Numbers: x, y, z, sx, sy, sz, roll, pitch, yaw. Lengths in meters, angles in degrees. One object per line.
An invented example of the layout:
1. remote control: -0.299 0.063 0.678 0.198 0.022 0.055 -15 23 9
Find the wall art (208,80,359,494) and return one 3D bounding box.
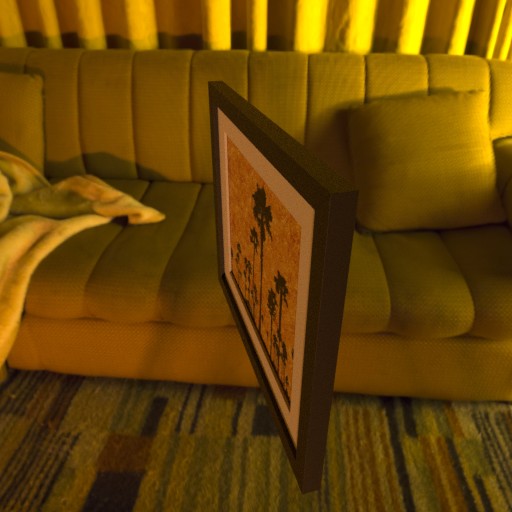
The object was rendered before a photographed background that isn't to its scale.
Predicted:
1. wall art: 0.000 0.000 0.740 0.028 0.460 0.561 -9 32 -14
